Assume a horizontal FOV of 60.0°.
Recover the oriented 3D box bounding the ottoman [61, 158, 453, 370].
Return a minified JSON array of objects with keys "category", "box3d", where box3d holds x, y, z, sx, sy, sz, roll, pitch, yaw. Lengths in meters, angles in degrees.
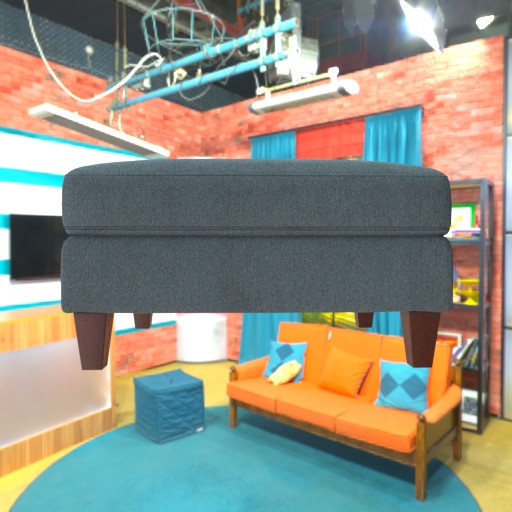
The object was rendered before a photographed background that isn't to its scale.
[{"category":"ottoman","box3d":[0.000,0.000,1.220,0.864,0.483,0.584,0,2,-1]}]
